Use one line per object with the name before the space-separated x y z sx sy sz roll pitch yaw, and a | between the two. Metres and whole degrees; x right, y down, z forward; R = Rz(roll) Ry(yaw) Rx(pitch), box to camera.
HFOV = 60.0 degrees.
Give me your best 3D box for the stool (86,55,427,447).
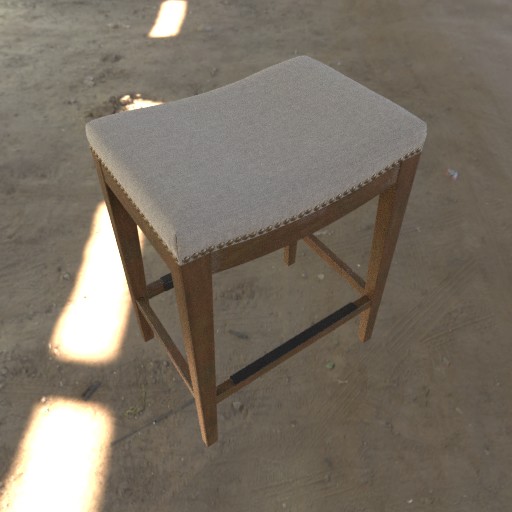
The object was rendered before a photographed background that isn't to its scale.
stool | 0.000 0.000 0.960 0.508 0.660 0.356 -27 53 -23
